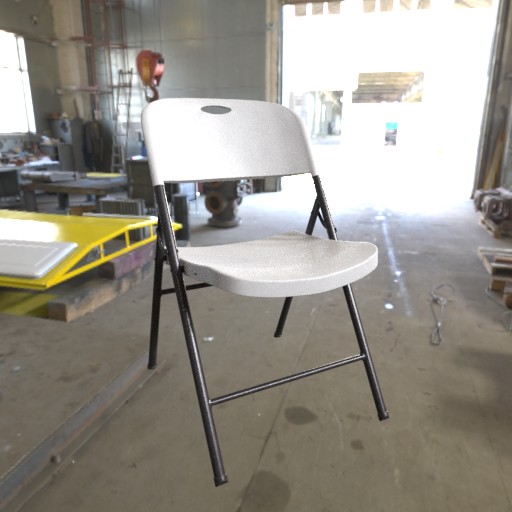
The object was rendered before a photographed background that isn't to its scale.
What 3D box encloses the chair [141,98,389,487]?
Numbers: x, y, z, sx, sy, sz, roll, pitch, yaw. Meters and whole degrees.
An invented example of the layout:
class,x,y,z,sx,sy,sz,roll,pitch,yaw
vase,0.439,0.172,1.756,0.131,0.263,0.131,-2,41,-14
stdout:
class,x,y,z,sx,sy,sz,roll,pitch,yaw
chair,0.000,0.000,1.168,0.494,0.810,0.566,-9,18,-27
